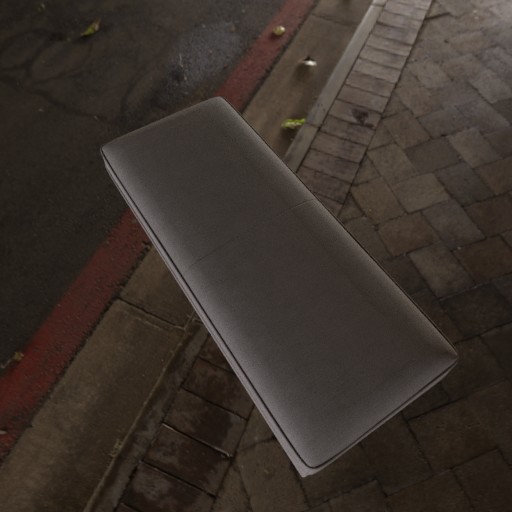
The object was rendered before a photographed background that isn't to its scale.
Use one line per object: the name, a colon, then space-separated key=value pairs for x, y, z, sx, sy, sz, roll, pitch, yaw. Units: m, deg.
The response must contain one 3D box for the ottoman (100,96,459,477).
ottoman: x=0.000 y=0.000 z=2.053 sx=0.751 sy=0.470 sz=1.764 roll=-29 pitch=63 yaw=-16
